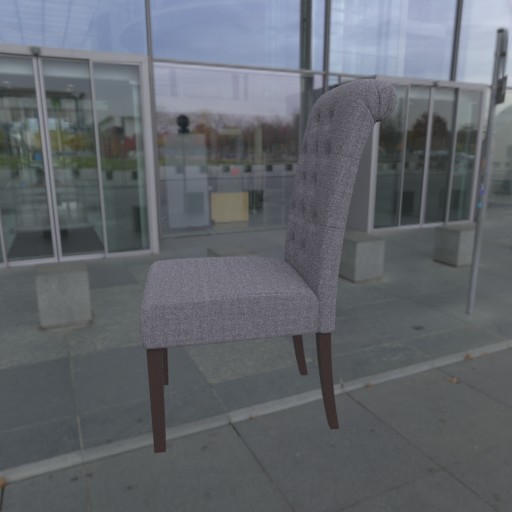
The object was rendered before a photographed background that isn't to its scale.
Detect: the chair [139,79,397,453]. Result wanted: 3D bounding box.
[{"bbox_3d":[0.000,0.000,1.359,0.671,1.006,0.456,-2,14,-10],"label":"chair"}]
